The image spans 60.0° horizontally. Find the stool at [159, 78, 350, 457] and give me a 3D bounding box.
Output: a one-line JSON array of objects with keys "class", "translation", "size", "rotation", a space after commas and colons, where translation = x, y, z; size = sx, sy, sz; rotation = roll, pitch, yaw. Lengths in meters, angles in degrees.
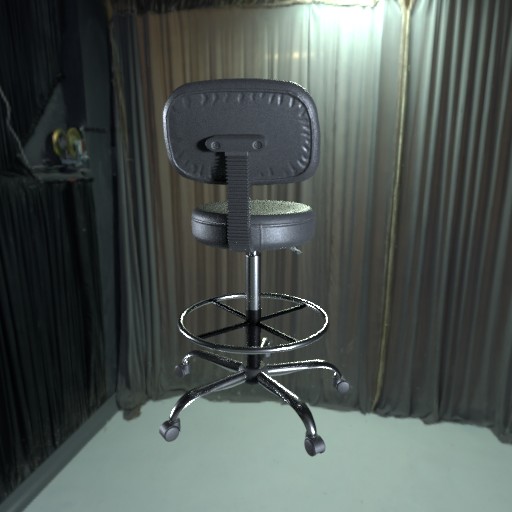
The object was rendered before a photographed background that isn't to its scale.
[{"class": "stool", "translation": [0.000, 0.000, 1.527], "size": [0.694, 1.069, 0.658], "rotation": [2, 14, 9]}]
